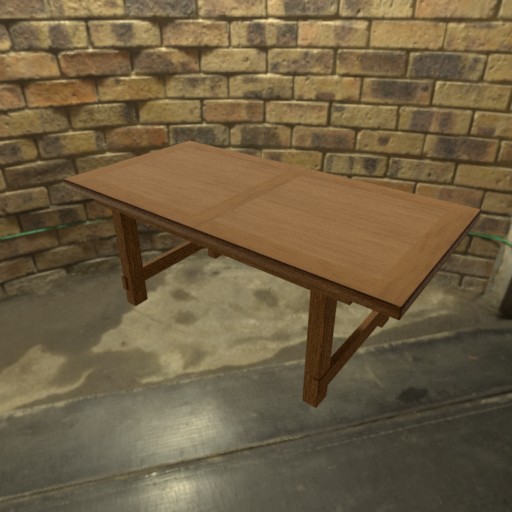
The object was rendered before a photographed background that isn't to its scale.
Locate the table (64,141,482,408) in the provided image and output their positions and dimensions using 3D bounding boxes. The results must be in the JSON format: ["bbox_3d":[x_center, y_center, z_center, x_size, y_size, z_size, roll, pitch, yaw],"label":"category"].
[{"bbox_3d":[0.000,0.000,2.508,1.982,0.762,1.000,21,36,32],"label":"table"}]
